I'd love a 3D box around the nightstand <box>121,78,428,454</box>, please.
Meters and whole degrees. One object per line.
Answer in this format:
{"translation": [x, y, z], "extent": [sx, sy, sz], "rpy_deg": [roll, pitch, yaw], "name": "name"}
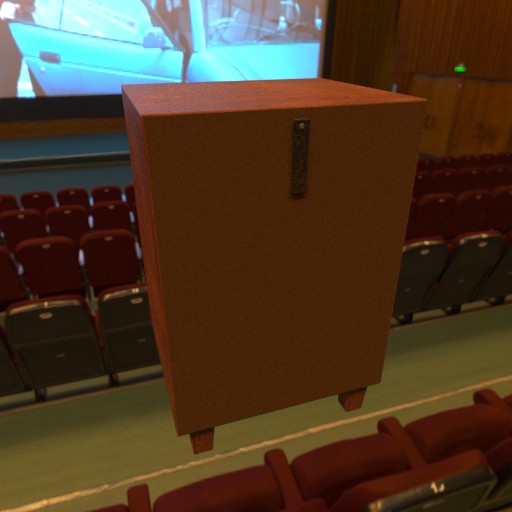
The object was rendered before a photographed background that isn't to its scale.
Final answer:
{"translation": [0.000, 0.000, 0.990], "extent": [0.465, 0.695, 0.410], "rpy_deg": [-9, 28, -17], "name": "nightstand"}
